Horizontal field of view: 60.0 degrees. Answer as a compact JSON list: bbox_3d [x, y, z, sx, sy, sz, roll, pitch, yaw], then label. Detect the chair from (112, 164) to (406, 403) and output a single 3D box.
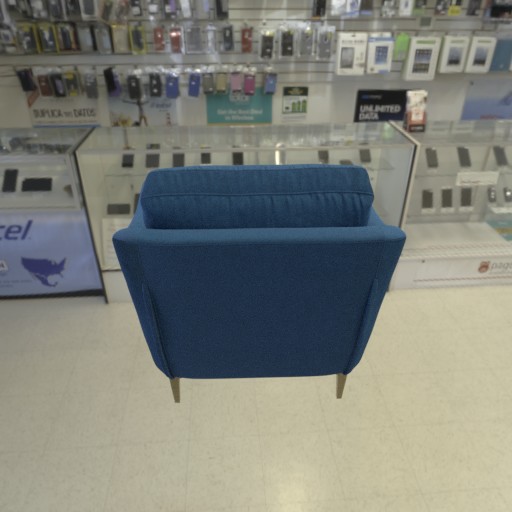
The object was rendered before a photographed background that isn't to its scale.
[{"bbox_3d":[0.000,0.000,1.715,0.987,0.899,0.961,-1,31,-2],"label":"chair"}]
